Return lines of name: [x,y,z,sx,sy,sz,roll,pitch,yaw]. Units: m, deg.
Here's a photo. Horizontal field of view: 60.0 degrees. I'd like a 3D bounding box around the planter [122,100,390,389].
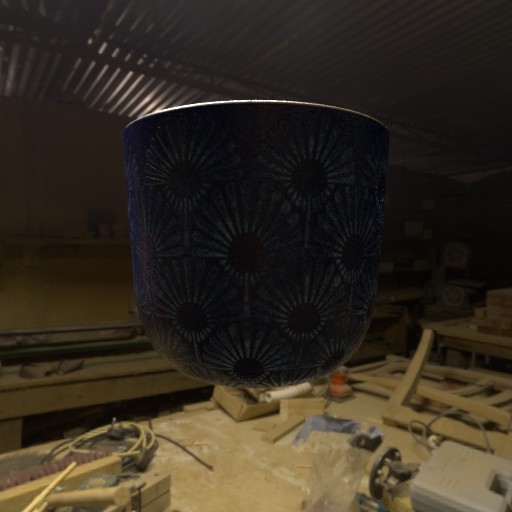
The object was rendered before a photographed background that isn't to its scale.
planter: [0.000,0.000,0.295,0.170,0.153,0.170,0,1,0]
